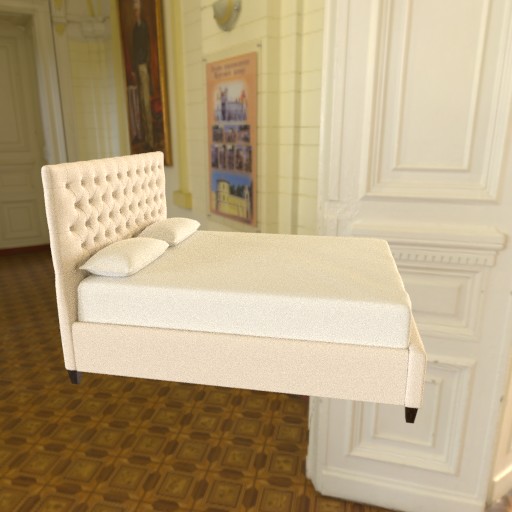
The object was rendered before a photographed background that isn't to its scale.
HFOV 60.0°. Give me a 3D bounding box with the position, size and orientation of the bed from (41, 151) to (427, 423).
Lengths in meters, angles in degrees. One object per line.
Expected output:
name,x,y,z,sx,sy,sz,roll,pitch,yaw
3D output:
bed,0.000,0.000,3.316,2.233,1.426,1.696,3,16,11
